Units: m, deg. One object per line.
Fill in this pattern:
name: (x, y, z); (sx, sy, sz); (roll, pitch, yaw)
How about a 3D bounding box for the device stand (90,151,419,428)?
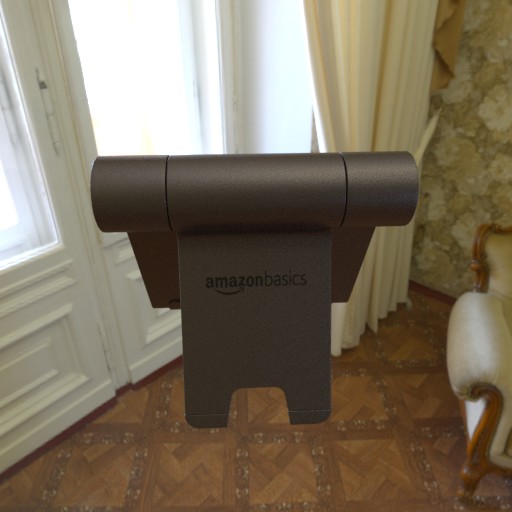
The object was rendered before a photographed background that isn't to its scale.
device stand: (0.000, 0.000, 0.157); (0.088, 0.084, 0.079); (-1, 30, -2)
